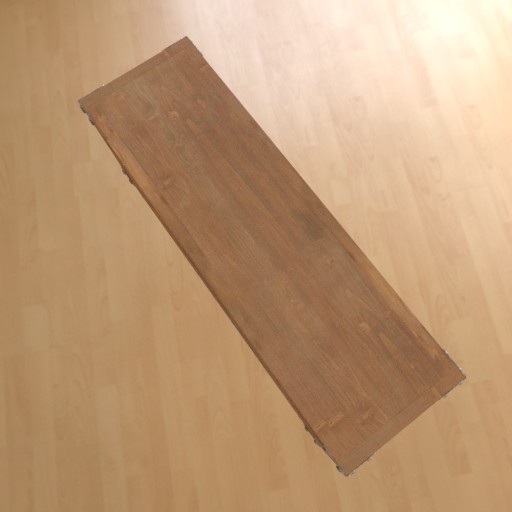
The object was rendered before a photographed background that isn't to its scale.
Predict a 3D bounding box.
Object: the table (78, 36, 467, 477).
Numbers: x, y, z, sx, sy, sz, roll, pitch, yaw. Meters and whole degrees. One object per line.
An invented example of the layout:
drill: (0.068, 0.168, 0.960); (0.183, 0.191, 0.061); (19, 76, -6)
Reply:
table: (0.000, 0.000, 1.759); (0.467, 0.711, 1.487); (-35, 78, -9)
